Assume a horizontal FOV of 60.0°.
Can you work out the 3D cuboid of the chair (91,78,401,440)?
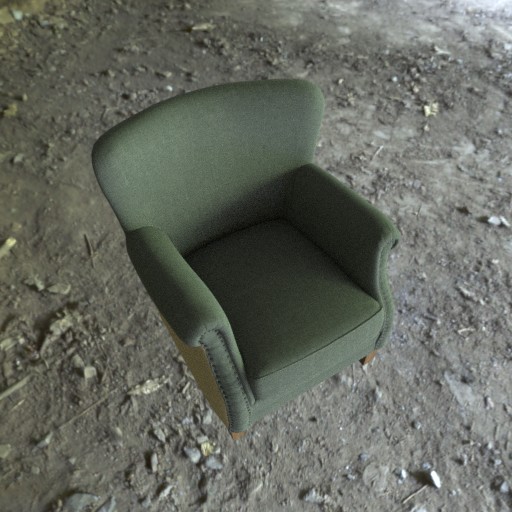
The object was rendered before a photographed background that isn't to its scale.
[{"bbox_3d":[0.000,0.000,1.648,0.861,0.936,0.921,-24,52,-20],"label":"chair"}]
